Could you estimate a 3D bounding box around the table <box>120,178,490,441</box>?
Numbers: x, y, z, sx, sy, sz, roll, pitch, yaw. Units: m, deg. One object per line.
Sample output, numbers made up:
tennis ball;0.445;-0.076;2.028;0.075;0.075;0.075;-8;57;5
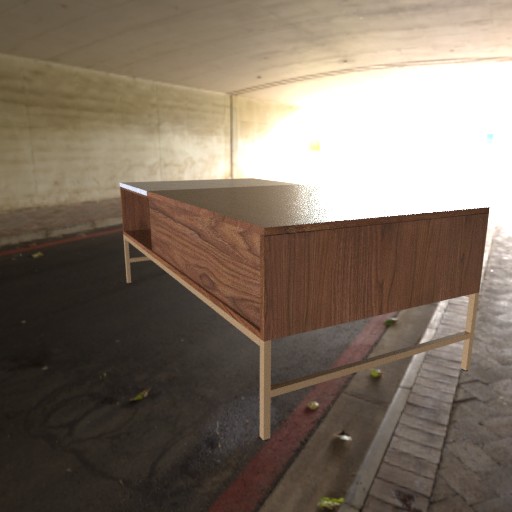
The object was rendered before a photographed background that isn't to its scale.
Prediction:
table;0.000;0.000;1.902;0.789;0.551;1.553;-7;15;-27
